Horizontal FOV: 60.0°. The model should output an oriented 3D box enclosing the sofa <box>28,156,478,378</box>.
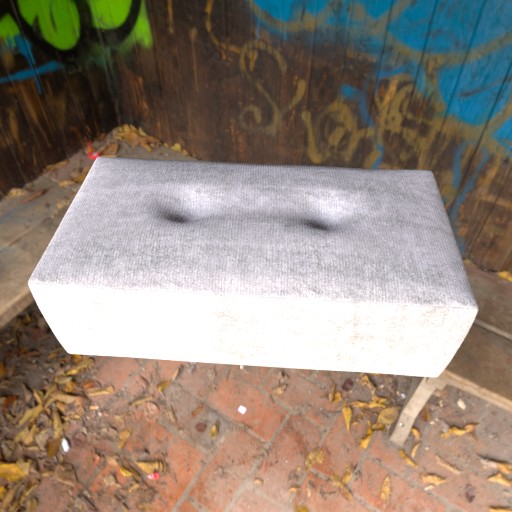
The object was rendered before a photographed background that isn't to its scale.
[{"bbox_3d":[0.000,0.000,1.131,0.930,0.330,0.480,3,47,3],"label":"sofa"}]
